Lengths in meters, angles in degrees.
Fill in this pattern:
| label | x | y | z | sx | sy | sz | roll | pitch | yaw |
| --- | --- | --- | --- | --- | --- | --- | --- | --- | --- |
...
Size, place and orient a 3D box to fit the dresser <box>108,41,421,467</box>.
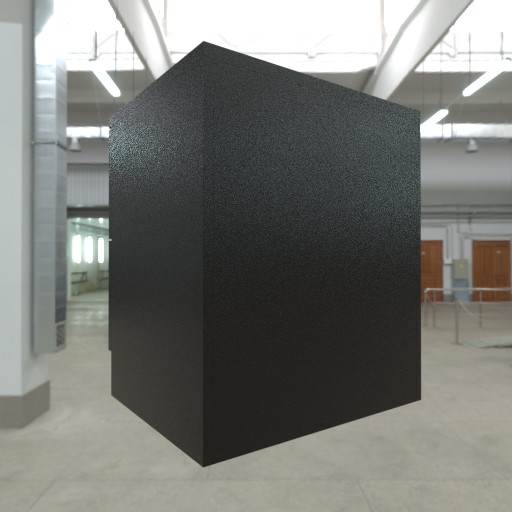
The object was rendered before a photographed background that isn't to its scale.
| label | x | y | z | sx | sy | sz | roll | pitch | yaw |
| --- | --- | --- | --- | --- | --- | --- | --- | --- | --- |
| dresser | 0.000 | 0.000 | 0.749 | 0.400 | 0.470 | 0.360 | 0 | 0 | -36 |
